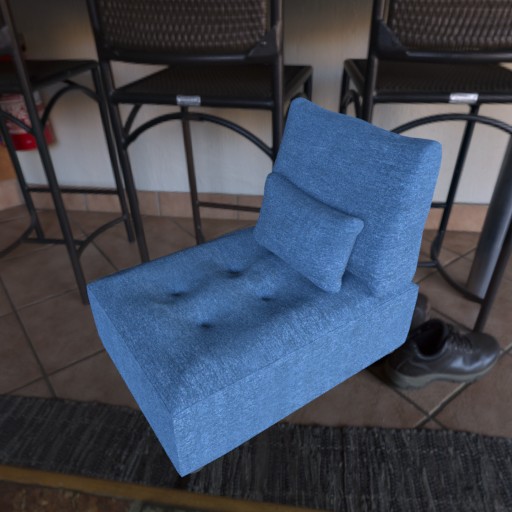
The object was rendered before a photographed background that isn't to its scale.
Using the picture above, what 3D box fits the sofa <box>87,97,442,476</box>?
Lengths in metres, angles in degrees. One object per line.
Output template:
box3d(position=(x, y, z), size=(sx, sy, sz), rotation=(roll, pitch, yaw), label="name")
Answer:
box3d(position=(0.000, 0.000, 1.521), size=(1.000, 0.820, 0.700), rotation=(-21, 38, -29), label="sofa")
